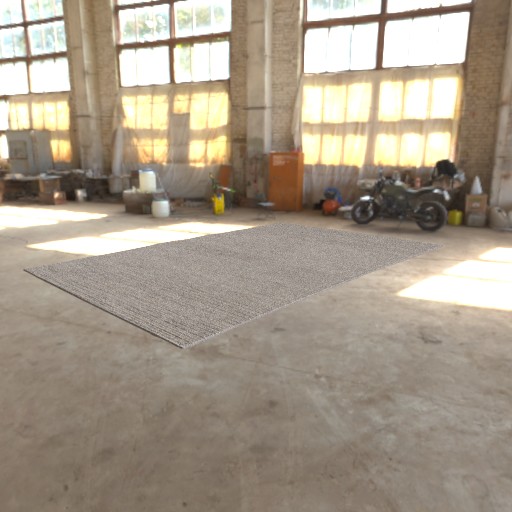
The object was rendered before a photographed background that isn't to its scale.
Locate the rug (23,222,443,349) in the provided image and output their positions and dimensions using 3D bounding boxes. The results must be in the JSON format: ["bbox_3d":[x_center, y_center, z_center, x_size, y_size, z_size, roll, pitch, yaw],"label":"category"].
[{"bbox_3d":[0.000,0.000,2.218,1.162,0.022,1.804,13,19,42],"label":"rug"}]
